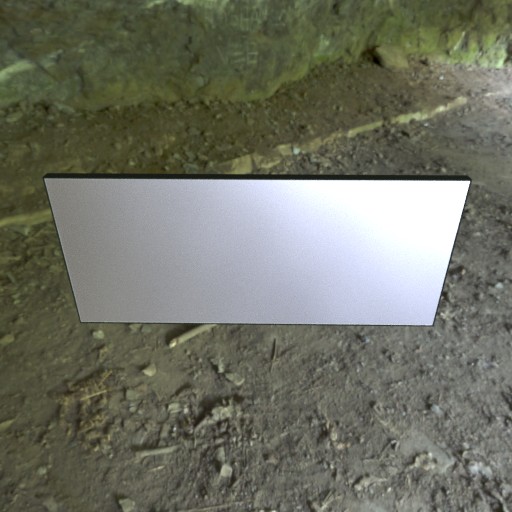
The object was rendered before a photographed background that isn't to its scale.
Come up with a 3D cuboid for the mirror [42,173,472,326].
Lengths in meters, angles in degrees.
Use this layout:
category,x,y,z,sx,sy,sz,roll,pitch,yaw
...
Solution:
category,x,y,z,sx,sy,sz,roll,pitch,yaw
mirror,0.000,0.000,1.827,1.584,0.692,0.047,0,31,1
